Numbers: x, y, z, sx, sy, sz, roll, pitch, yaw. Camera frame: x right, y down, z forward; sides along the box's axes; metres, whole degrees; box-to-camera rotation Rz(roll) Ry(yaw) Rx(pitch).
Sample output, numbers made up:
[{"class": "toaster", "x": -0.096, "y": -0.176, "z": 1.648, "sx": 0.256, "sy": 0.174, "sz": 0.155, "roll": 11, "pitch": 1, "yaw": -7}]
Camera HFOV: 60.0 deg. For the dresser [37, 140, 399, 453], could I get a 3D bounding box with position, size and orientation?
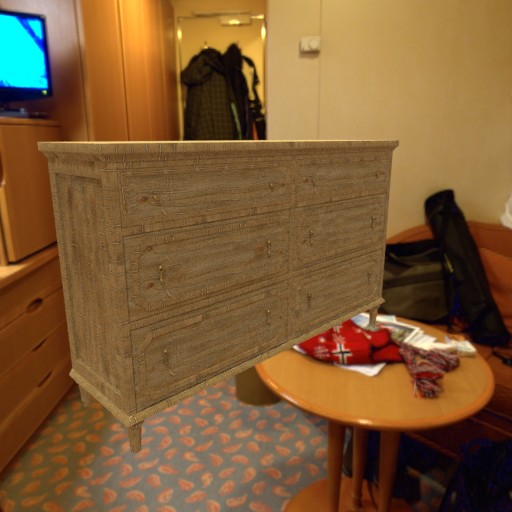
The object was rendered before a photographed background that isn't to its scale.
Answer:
[{"class": "dresser", "x": 0.000, "y": 0.000, "z": 2.023, "sx": 1.626, "sy": 1.016, "sz": 0.457, "roll": -14, "pitch": 21, "yaw": -43}]
